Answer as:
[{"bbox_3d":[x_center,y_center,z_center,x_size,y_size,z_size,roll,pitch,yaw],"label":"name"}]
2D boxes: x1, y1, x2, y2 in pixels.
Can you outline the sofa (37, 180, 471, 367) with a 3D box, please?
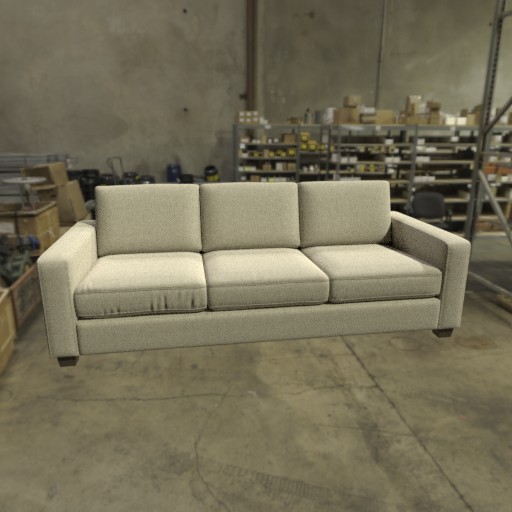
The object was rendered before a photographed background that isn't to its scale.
[{"bbox_3d":[0.000,0.000,2.610,2.160,0.800,0.900,-3,16,-9],"label":"sofa"}]
